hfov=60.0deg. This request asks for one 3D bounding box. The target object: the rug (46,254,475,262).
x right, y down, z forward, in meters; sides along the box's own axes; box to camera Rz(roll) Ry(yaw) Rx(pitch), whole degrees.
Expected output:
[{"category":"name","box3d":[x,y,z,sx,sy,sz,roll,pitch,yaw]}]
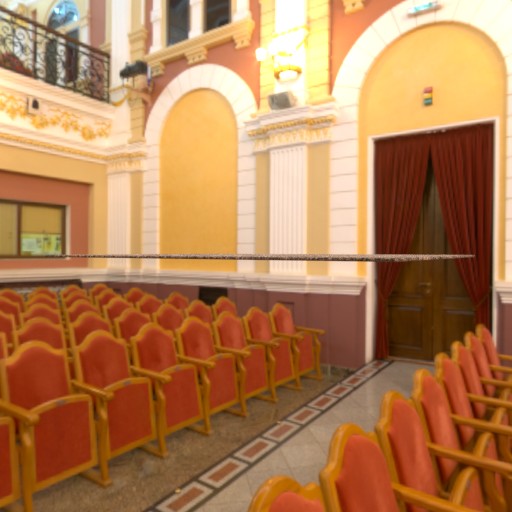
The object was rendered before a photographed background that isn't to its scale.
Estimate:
[{"category":"rug","box3d":[0.000,0.000,2.225,1.808,0.011,1.189,0,1,36]}]
